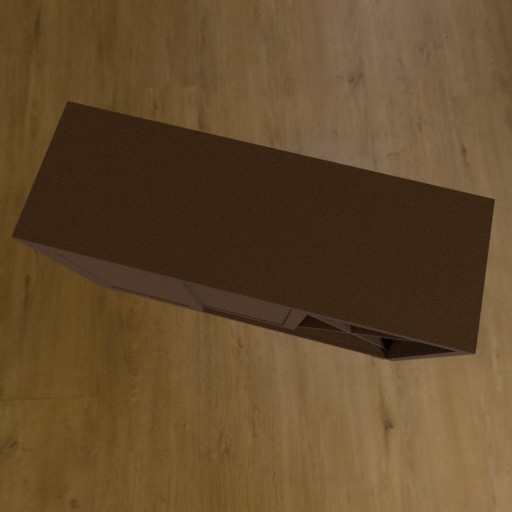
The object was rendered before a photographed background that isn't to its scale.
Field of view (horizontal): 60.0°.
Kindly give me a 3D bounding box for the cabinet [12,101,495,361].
[{"bbox_3d":[0.000,0.000,1.791,1.396,0.914,0.482,14,76,4],"label":"cabinet"}]
